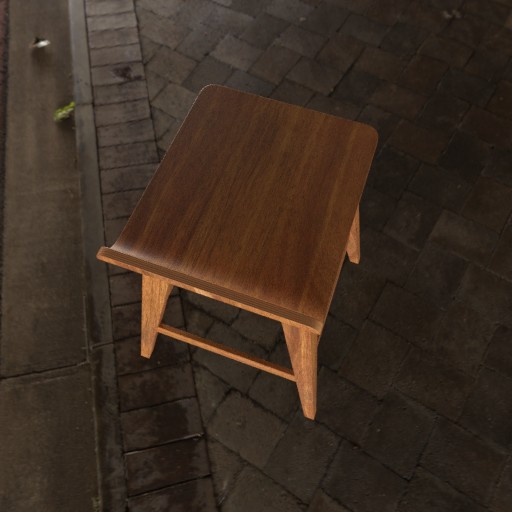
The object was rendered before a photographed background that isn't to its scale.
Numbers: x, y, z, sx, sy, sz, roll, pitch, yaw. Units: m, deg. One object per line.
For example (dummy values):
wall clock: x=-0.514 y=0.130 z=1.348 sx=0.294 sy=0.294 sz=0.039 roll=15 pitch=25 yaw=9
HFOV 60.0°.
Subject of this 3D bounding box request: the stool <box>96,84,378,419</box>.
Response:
stool: x=0.000 y=0.000 z=1.005 sx=0.500 sy=0.650 sz=0.500 roll=18 pitch=66 yaw=8
